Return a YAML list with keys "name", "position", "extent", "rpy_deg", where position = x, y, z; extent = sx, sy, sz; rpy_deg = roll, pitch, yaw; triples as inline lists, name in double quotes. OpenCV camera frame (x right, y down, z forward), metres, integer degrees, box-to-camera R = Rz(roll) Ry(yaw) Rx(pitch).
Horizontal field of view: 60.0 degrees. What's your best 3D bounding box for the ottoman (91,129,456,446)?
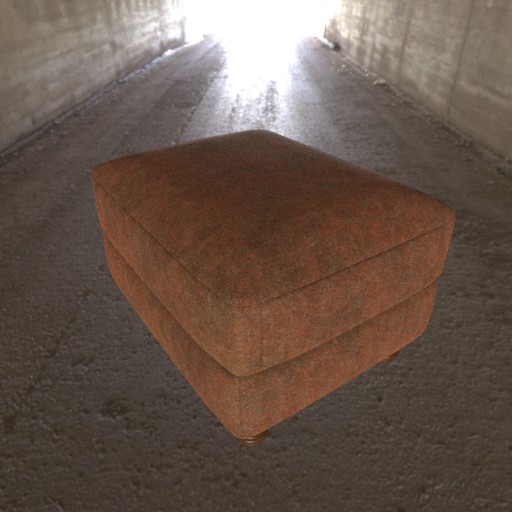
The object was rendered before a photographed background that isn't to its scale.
- name: "ottoman"
  position: [0.000, 0.000, 1.171]
  extent: [0.635, 0.508, 0.787]
  rpy_deg: [-20, 37, -29]
